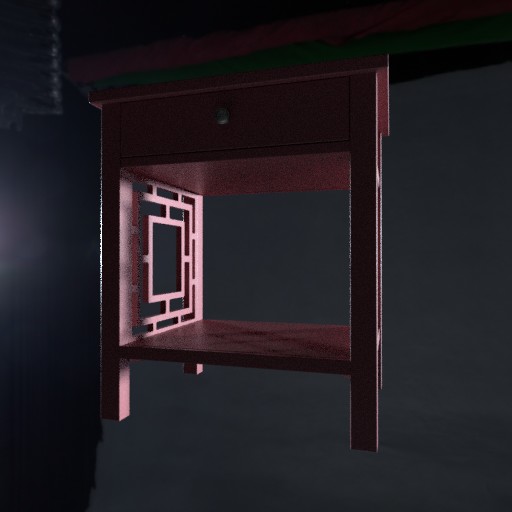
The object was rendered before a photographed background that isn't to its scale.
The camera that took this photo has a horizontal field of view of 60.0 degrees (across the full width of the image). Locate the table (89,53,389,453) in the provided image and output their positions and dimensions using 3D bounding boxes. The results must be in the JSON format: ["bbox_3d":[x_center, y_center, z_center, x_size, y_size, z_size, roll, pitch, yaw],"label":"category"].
[{"bbox_3d":[0.000,0.000,1.044,0.599,0.686,0.451,0,0,17],"label":"table"}]
